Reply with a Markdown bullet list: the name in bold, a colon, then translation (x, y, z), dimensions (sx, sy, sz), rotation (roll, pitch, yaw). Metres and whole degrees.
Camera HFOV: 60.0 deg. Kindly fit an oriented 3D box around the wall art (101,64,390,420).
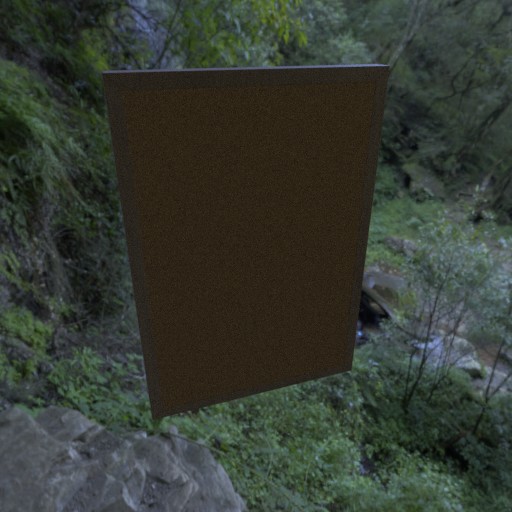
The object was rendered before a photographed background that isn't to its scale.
- **wall art**: translation (0.000, 0.000, 0.650), dimensions (0.356, 0.509, 0.031), rotation (-9, 28, -17)
